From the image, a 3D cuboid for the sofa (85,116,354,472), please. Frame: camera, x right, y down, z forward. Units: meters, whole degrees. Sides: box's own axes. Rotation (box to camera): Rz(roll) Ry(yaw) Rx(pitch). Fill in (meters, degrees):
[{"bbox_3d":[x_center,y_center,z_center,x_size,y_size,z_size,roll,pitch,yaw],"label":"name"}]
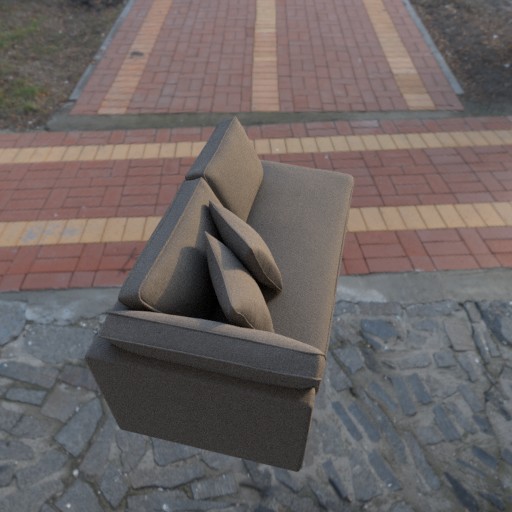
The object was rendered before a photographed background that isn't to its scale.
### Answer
[{"bbox_3d":[0.000,0.000,2.898,1.110,1.033,2.237,10,46,10],"label":"sofa"}]
